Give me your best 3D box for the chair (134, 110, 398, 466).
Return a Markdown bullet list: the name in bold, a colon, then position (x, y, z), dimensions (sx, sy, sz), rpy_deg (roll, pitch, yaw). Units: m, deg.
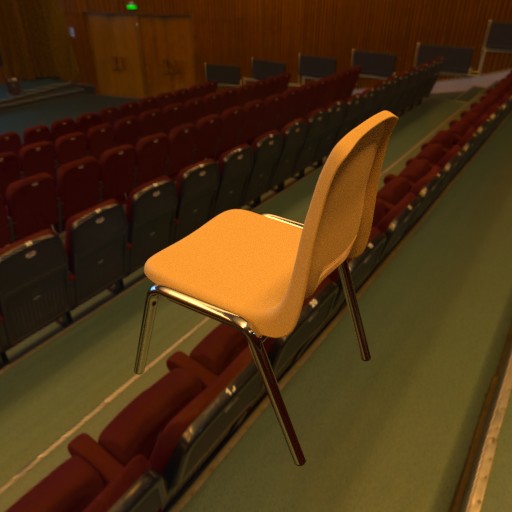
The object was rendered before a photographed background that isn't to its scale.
- **chair**: position (0.000, 0.000, 0.848), dimensions (0.423, 0.586, 0.354), rpy_deg (20, 38, 28)
